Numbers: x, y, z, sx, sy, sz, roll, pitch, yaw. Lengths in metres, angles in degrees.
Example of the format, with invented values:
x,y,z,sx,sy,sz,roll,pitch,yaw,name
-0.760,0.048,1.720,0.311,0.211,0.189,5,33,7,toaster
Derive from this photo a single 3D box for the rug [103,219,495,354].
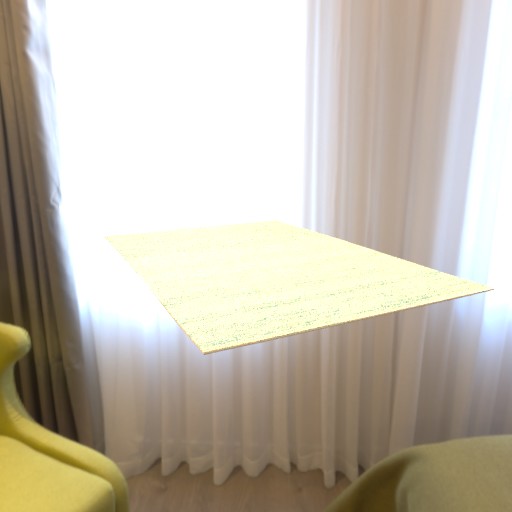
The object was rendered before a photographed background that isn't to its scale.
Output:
x,y,z,sx,sy,sz,roll,pitch,yaw,name
0.000,0.000,2.917,1.593,0.029,2.305,-7,16,-26,rug
